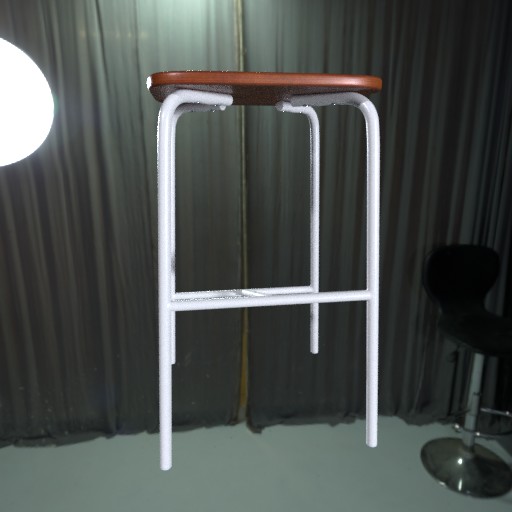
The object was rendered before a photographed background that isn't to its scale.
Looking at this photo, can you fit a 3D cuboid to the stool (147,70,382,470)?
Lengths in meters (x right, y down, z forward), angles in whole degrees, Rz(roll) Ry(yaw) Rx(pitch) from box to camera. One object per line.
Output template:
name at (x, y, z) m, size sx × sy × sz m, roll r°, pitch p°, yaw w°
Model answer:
stool at (0.000, 0.000, 0.852) m, size 0.376 × 0.610 × 0.376 m, roll -2°, pitch 15°, yaw -9°
